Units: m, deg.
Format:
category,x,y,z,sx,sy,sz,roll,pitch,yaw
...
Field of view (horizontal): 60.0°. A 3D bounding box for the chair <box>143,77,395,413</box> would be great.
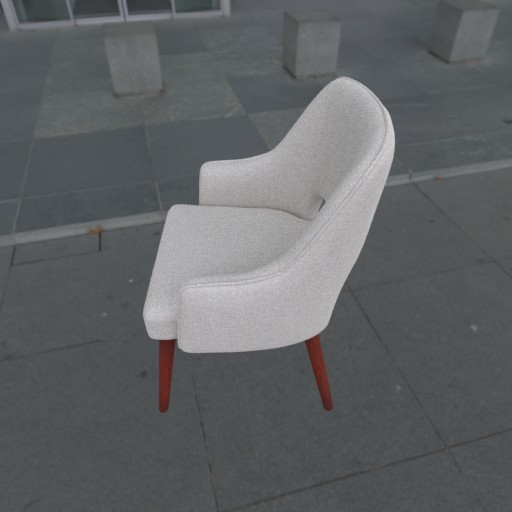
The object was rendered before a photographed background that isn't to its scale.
category,x,y,z,sx,sy,sz,roll,pitch,yaw
chair,0.000,0.000,1.210,0.580,0.840,0.560,0,41,0
